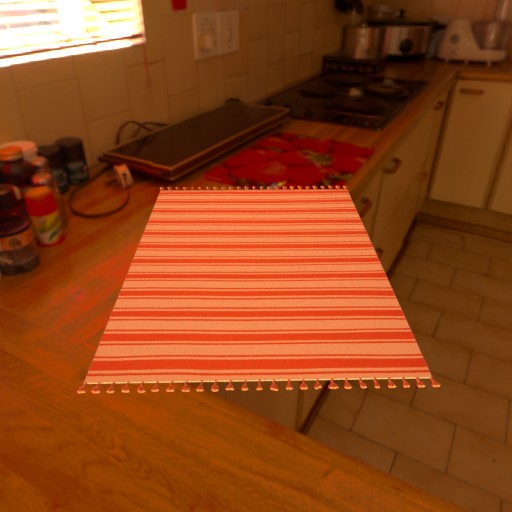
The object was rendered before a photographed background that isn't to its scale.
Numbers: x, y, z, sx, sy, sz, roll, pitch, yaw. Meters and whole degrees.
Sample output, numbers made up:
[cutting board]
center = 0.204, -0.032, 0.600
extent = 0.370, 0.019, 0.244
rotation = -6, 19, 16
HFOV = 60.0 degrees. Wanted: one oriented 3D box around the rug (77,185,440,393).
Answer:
[rug]
center = 0.000, 0.000, 4.400
extent = 2.451, 0.035, 3.369
rotation = 0, 33, -1
